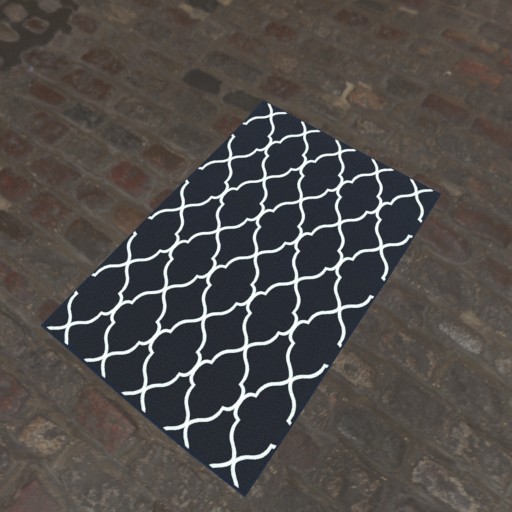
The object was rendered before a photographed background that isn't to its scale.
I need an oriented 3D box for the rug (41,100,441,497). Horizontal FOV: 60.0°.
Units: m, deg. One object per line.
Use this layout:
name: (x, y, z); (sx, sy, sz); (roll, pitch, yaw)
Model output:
rug: (0.000, 0.000, 2.852); (1.528, 0.014, 2.294); (33, 67, 16)
